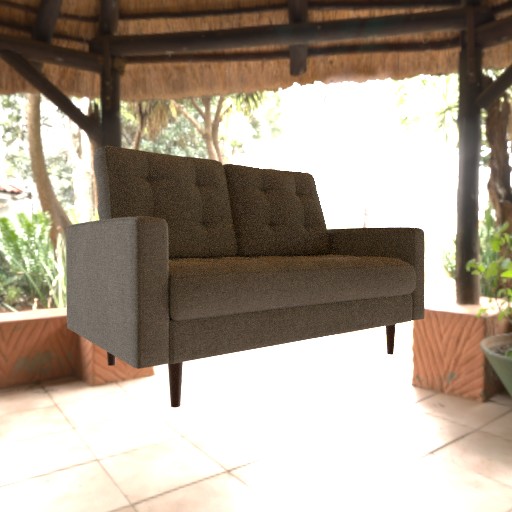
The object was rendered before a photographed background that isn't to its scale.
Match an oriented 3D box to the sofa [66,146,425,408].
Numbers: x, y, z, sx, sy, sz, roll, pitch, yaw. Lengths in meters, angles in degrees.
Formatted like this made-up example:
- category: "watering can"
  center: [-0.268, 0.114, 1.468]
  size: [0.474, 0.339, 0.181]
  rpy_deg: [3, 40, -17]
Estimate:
- category: "sofa"
  center: [0.000, 0.000, 1.951]
  size: [1.407, 0.907, 0.842]
  rpy_deg: [-1, 2, -37]
